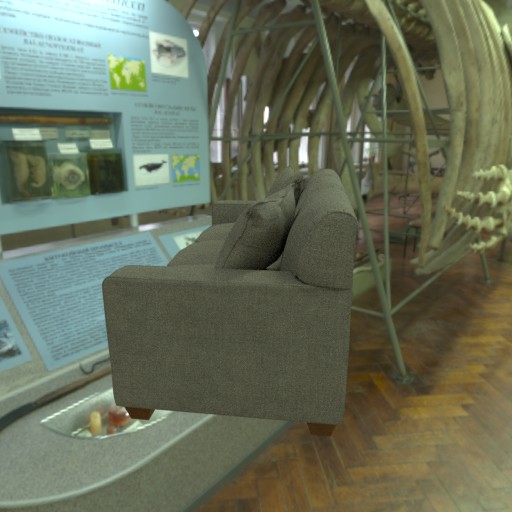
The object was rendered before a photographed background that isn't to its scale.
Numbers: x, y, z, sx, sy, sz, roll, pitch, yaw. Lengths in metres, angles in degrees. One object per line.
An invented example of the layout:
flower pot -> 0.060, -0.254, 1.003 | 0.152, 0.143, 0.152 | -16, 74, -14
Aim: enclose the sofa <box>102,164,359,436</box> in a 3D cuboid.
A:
sofa -> 0.000, 0.000, 2.626 | 0.997, 0.958, 2.024 | 2, 16, 8
